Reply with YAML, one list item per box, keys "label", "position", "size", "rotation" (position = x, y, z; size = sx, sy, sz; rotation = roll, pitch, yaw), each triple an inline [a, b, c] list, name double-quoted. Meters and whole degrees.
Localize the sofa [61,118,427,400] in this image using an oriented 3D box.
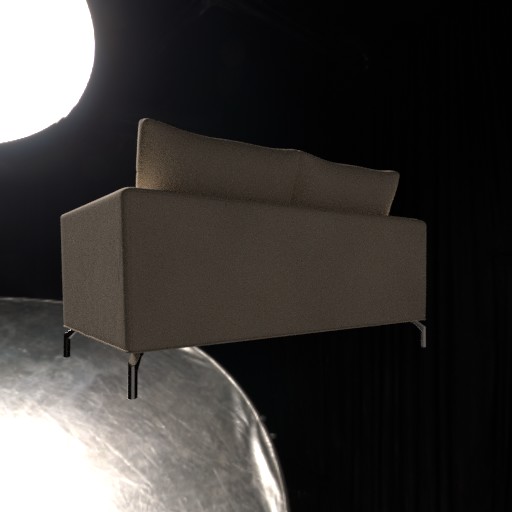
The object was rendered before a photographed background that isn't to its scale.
- label: "sofa"
  position: [0.000, 0.000, 2.325]
  size: [1.739, 0.995, 0.906]
  rotation: [1, -2, -36]
